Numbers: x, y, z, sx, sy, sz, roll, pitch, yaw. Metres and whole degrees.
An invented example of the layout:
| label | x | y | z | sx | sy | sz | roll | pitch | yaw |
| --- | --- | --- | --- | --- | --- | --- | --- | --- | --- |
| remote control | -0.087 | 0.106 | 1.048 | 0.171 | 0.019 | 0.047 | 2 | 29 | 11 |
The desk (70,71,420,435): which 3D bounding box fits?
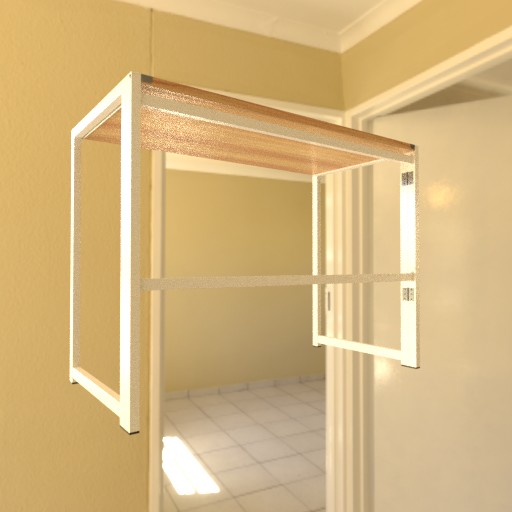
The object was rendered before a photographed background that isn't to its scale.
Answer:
| label | x | y | z | sx | sy | sz | roll | pitch | yaw |
| --- | --- | --- | --- | --- | --- | --- | --- | --- | --- |
| desk | 0.000 | 0.000 | 1.426 | 1.016 | 0.762 | 0.508 | 1 | -1 | -36 |
